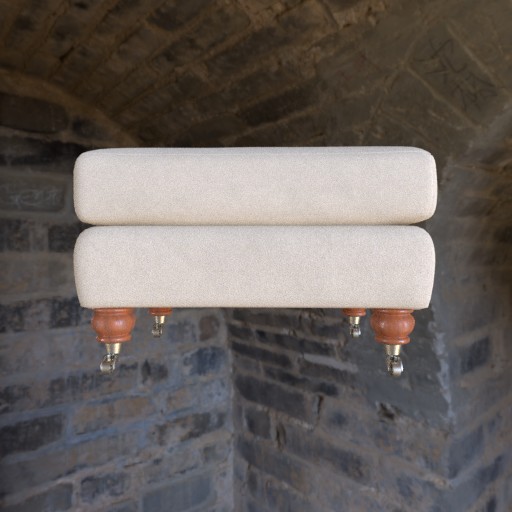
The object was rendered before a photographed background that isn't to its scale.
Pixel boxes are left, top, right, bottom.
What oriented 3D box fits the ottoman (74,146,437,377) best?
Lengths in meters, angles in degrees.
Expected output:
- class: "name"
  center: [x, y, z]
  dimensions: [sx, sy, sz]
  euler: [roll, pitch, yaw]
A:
- class: "ottoman"
  center: [0.000, 0.000, 1.176]
  dimensions: [0.773, 0.504, 0.569]
  euler: [0, 0, 1]
